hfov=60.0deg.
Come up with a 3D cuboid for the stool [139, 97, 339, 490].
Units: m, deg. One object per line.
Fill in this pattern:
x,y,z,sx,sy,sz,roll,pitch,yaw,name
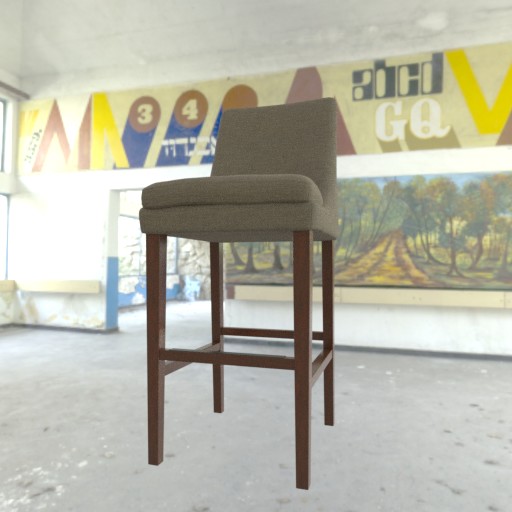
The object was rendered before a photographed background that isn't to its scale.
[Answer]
0.000,0.000,1.326,0.470,1.078,0.577,0,-1,18,stool
